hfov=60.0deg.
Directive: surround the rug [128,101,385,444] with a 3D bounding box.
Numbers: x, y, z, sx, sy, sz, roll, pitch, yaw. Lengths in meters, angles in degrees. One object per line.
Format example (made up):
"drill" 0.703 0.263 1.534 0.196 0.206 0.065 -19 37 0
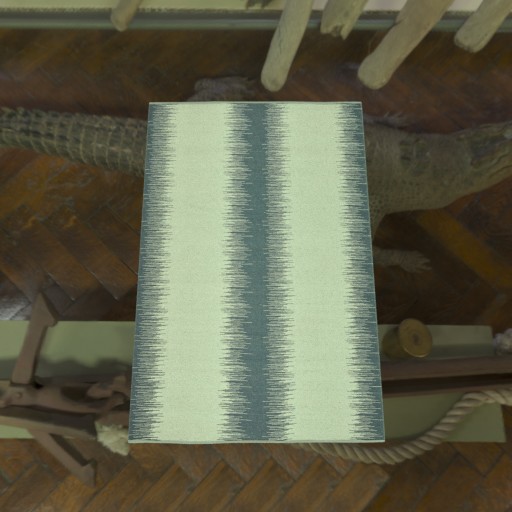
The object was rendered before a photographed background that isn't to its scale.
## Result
"rug" 0.000 0.000 2.350 1.234 0.006 1.854 0 76 0
